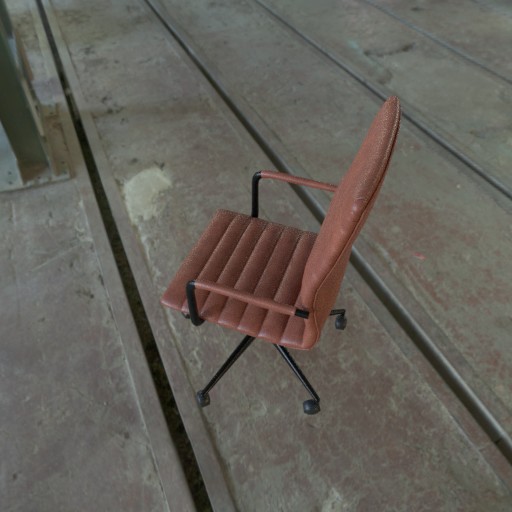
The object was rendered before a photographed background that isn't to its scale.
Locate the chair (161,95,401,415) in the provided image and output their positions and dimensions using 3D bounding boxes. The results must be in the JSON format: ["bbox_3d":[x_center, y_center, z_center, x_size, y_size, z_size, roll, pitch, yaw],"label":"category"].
[{"bbox_3d":[0.000,0.000,1.246,0.578,0.878,0.600,15,49,14],"label":"chair"}]
